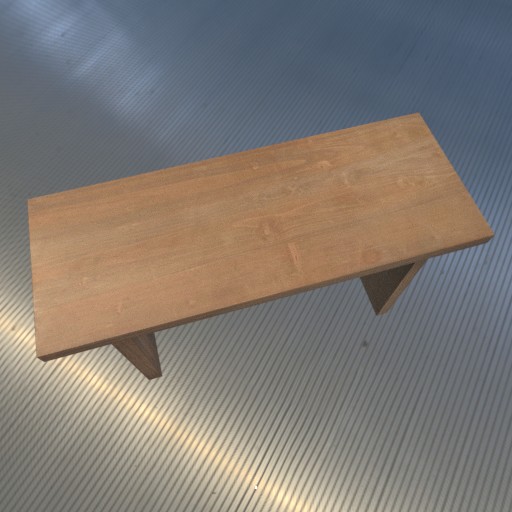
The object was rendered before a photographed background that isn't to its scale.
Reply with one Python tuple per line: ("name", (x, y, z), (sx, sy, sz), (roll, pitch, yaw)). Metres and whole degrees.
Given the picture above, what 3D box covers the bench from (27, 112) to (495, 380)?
("bench", (0.000, 0.000, 1.401), (1.183, 0.458, 0.458), (-14, 63, -7))
